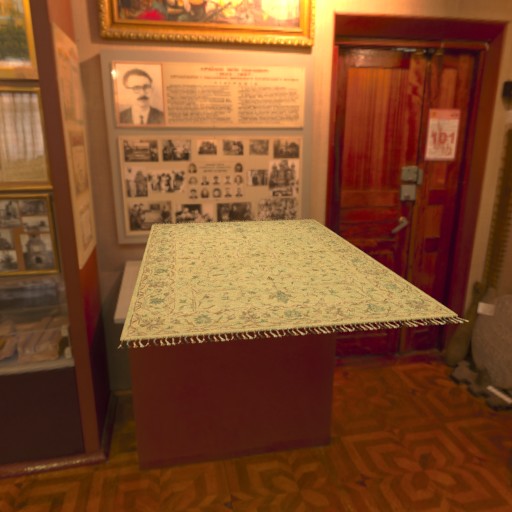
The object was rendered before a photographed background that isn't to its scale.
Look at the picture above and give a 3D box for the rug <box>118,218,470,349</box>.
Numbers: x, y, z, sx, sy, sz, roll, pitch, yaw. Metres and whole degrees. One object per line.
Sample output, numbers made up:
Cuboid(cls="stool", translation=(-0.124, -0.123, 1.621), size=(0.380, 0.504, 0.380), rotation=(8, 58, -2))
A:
Cuboid(cls="rug", translation=(0.000, 0.000, 3.010), size=(1.544, 0.010, 2.435), rotation=(-3, 16, -9))
